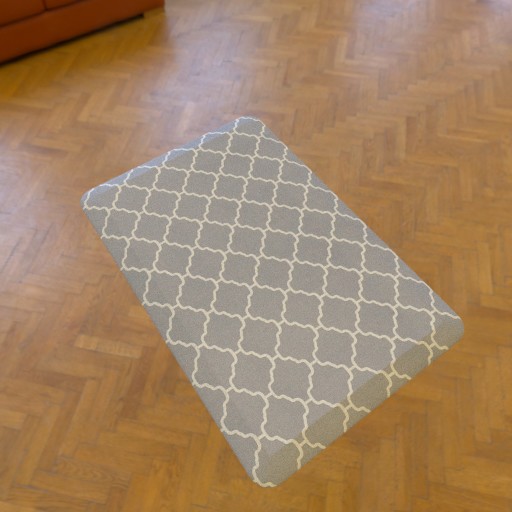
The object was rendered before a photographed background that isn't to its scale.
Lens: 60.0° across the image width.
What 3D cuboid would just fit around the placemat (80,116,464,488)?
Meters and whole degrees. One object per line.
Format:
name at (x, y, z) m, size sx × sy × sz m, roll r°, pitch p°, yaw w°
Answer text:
placemat at (0.000, 0.000, 0.954) m, size 0.508 × 0.021 × 0.762 m, roll -31°, pitch 64°, yaw -17°
